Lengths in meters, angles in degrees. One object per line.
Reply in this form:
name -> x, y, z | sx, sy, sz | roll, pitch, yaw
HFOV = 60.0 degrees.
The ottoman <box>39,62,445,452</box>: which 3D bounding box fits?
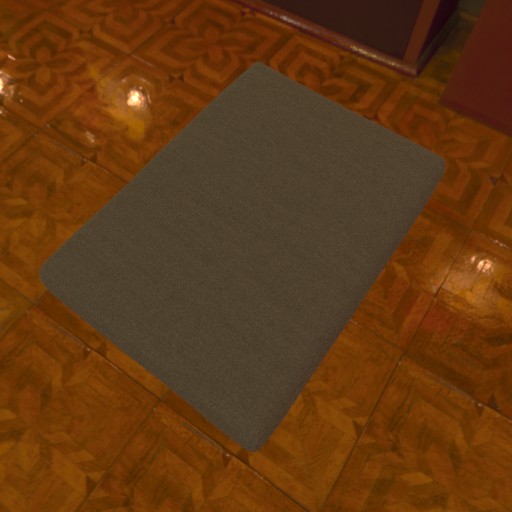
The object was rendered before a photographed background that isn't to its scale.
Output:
ottoman -> 0.000, 0.000, 1.129 | 0.569, 0.500, 0.771 | 33, 68, 16
